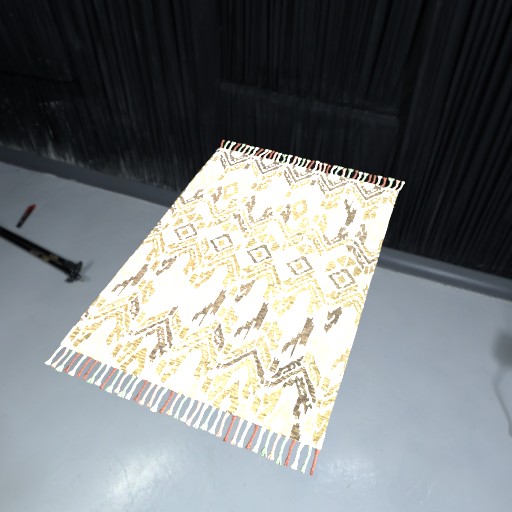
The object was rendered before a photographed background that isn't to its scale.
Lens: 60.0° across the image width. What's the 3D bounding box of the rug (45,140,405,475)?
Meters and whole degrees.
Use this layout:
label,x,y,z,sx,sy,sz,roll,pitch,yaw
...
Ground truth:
label,x,y,z,sx,sy,sz,roll,pitch,yaw
rug,0.000,0.000,2.286,1.219,0.008,1.829,17,50,15
